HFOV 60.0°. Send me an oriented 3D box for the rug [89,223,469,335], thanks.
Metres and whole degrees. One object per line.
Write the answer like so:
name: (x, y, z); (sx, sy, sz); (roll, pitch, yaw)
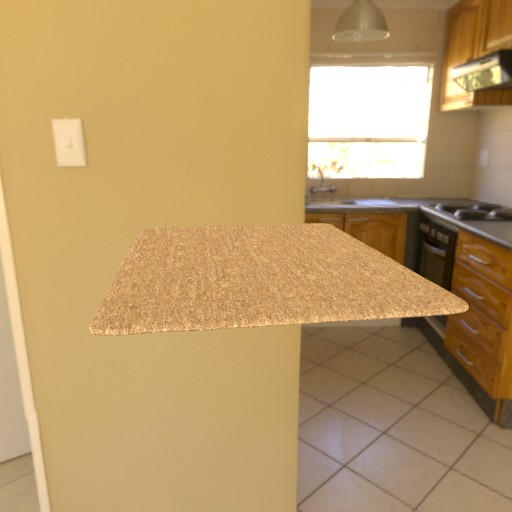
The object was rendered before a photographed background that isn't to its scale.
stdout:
rug: (0.000, 0.000, 3.816); (2.242, 0.050, 2.873); (-2, 15, -9)
